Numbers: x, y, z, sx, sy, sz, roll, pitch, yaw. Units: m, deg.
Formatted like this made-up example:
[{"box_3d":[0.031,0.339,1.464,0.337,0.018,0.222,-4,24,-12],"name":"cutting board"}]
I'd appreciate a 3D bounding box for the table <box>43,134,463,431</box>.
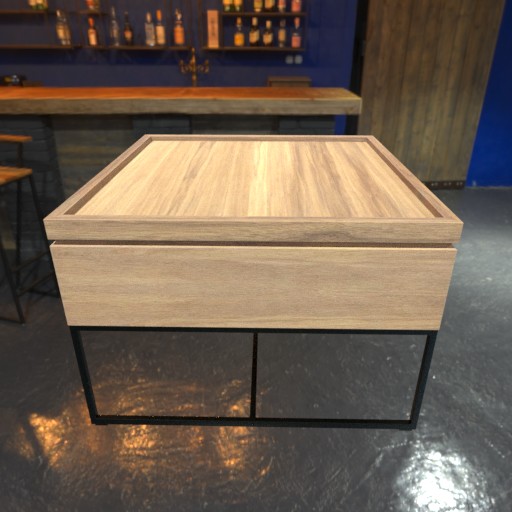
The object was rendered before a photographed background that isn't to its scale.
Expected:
[{"box_3d":[0.000,0.000,1.118,0.676,0.464,0.679,1,27,1],"name":"table"}]
